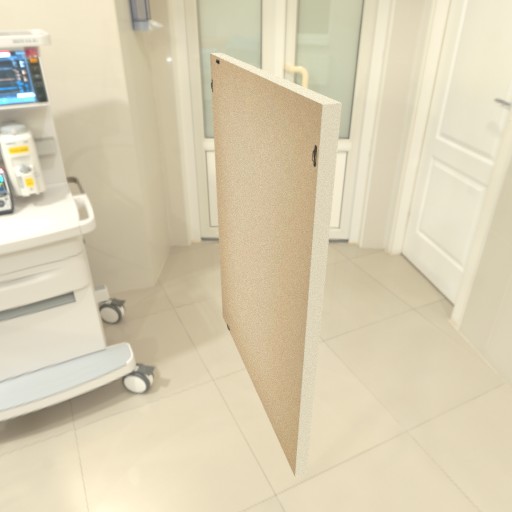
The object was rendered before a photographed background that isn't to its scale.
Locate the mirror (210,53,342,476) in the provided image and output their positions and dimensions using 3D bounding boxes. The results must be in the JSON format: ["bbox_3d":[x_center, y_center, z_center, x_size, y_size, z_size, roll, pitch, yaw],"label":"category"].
[{"bbox_3d":[0.000,0.000,1.305,0.041,1.016,0.762,-10,32,-16],"label":"mirror"}]
